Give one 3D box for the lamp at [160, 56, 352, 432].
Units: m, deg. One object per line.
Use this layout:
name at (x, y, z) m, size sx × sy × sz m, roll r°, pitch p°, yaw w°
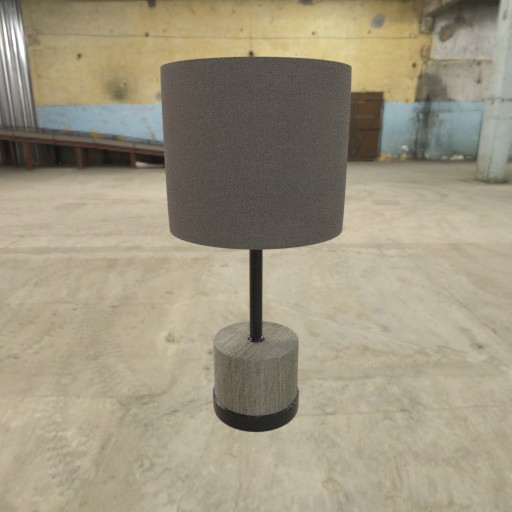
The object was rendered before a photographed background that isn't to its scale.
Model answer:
lamp at (0.000, 0.000, 0.603) m, size 0.229 × 0.470 × 0.229 m, roll 9°, pitch 19°, yaw 27°
